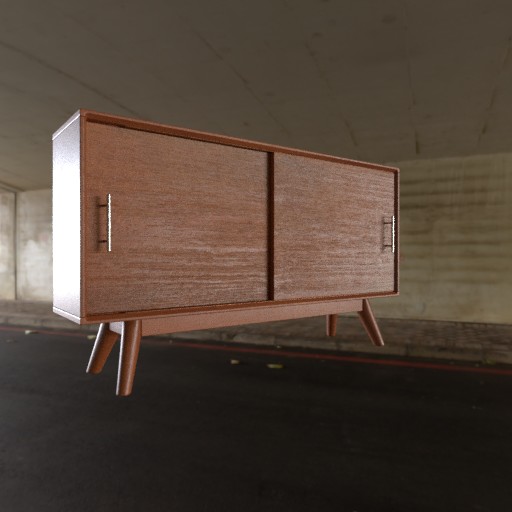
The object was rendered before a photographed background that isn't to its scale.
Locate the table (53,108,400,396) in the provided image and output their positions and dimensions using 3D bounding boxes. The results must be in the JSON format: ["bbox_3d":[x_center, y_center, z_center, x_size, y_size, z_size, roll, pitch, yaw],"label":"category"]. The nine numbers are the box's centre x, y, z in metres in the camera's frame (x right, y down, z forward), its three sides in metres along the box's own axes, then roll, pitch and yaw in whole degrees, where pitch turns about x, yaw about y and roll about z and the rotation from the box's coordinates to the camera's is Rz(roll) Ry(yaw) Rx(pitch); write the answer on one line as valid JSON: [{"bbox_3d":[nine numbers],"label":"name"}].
[{"bbox_3d":[0.000,0.000,1.506,1.220,0.698,0.308,0,0,-36],"label":"table"}]
